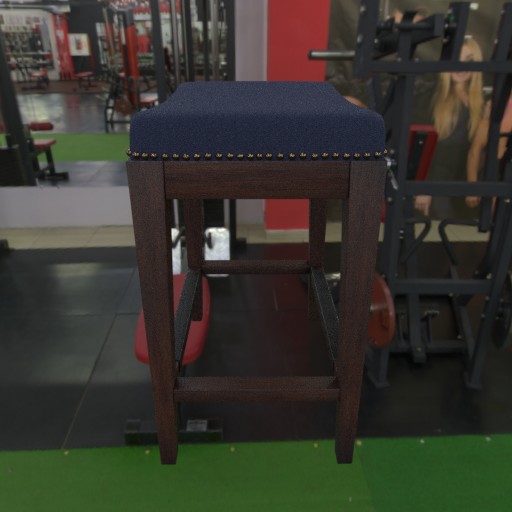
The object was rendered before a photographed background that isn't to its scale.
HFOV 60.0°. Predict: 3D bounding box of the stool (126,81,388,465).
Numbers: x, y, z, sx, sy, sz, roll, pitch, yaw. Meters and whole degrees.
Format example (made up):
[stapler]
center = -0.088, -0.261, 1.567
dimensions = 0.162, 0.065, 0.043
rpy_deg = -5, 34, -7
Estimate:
[stool]
center = 0.000, 0.000, 0.920
dimensions = 0.361, 0.642, 0.500
rpy_deg = 0, 26, 0
